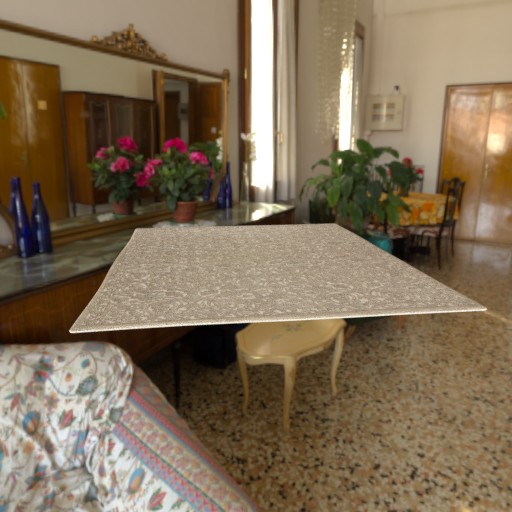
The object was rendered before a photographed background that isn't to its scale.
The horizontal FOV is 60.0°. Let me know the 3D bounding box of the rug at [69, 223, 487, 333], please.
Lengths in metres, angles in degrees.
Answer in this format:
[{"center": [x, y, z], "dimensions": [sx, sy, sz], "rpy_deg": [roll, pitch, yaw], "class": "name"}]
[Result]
[{"center": [0.000, 0.000, 4.007], "dimensions": [2.472, 0.035, 3.017], "rpy_deg": [-2, 14, -8], "class": "rug"}]
